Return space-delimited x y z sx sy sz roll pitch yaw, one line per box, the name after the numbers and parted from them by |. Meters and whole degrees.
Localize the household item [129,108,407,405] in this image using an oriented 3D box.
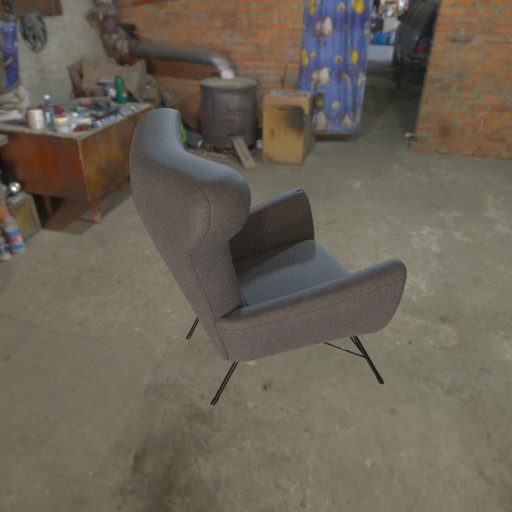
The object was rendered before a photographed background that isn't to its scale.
0.000 0.000 1.810 0.900 1.050 0.980 -11 32 -18 | household item
